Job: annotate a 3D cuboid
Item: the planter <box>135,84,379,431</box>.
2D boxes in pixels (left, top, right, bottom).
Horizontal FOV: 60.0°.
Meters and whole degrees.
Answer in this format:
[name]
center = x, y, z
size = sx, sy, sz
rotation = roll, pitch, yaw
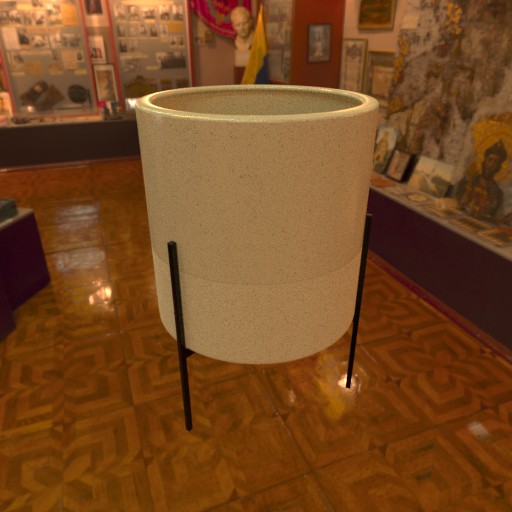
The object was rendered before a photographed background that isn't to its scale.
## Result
[planter]
center = 0.000, 0.000, 0.697
size = 0.314, 0.475, 0.323
rotation = -9, 28, -17
